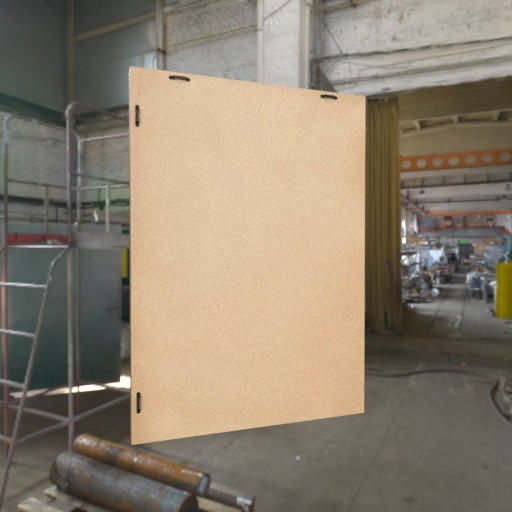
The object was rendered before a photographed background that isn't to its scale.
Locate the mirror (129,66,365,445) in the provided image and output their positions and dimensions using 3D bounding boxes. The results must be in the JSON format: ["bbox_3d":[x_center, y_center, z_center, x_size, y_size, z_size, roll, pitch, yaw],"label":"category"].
[{"bbox_3d":[0.000,0.000,0.927,0.507,0.710,0.040,0,1,-19],"label":"mirror"}]
